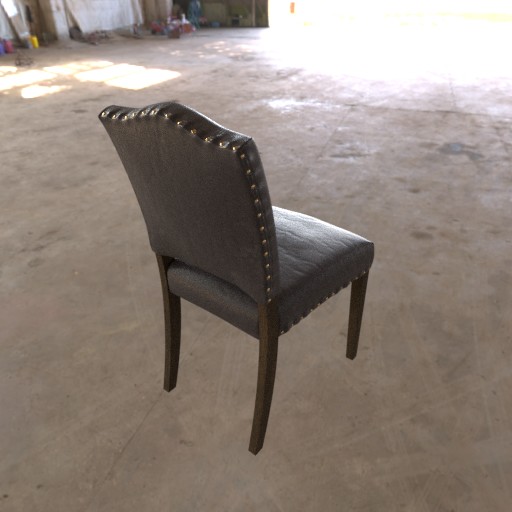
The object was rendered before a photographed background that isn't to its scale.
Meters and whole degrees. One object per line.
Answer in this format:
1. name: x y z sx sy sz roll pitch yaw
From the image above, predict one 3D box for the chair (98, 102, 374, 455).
1. chair: 0.000 0.000 1.342 0.500 0.991 0.633 23 38 32
